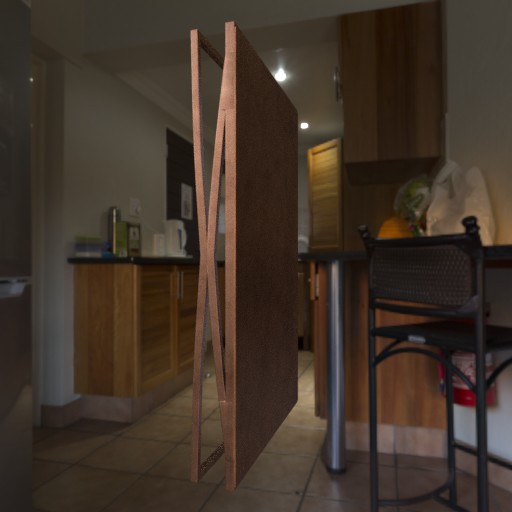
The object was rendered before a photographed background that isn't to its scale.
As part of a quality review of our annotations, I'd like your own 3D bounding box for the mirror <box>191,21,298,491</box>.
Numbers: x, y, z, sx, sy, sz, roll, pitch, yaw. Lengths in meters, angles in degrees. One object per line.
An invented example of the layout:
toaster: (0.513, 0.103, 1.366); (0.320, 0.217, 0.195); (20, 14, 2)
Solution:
mirror: (0.000, 0.000, 0.958); (0.082, 0.768, 0.468); (0, 0, 18)
